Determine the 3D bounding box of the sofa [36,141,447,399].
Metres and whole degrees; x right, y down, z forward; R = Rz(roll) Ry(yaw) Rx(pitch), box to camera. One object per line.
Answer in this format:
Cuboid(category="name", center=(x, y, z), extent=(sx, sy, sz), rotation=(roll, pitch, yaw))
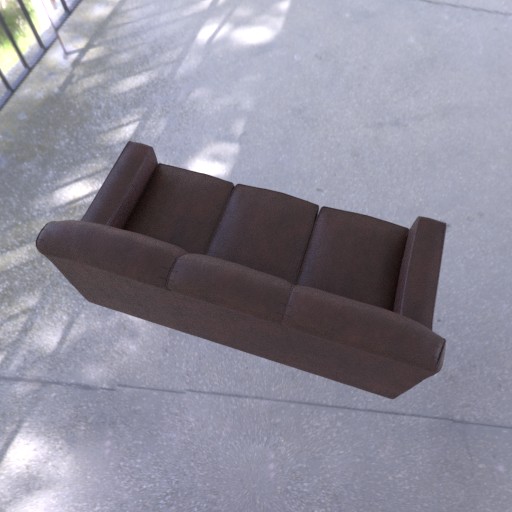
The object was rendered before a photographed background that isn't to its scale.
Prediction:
Cuboid(category="sofa", center=(0.000, 0.000, 2.623), extent=(2.039, 0.953, 1.008), rotation=(16, 64, 8))
